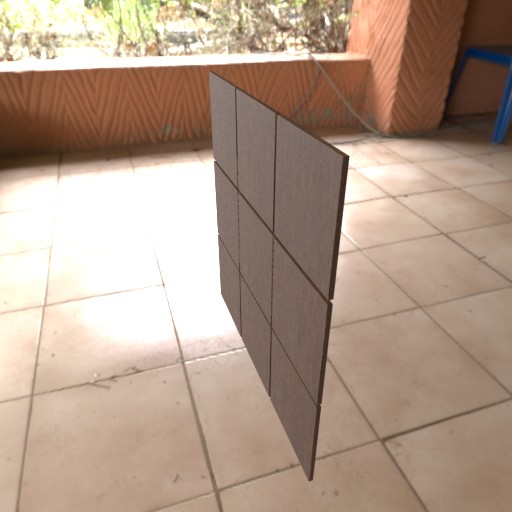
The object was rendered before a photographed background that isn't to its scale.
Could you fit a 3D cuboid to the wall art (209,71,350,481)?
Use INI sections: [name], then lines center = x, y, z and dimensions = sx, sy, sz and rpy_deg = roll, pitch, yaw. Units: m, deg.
[wall art]
center = 0.000, 0.000, 1.343
dimensions = 0.013, 0.914, 0.915
rpy_deg = -10, 33, -16
